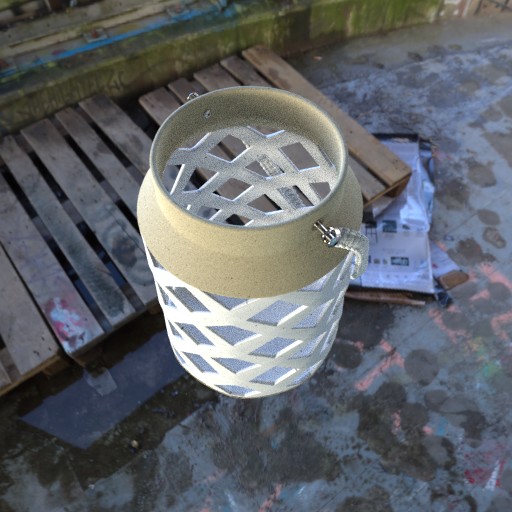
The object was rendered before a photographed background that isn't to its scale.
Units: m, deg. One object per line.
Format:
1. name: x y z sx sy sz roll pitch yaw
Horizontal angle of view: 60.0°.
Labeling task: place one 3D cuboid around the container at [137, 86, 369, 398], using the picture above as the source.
1. container: 0.000 0.000 0.392 0.198 0.264 0.188 -32 63 -18
